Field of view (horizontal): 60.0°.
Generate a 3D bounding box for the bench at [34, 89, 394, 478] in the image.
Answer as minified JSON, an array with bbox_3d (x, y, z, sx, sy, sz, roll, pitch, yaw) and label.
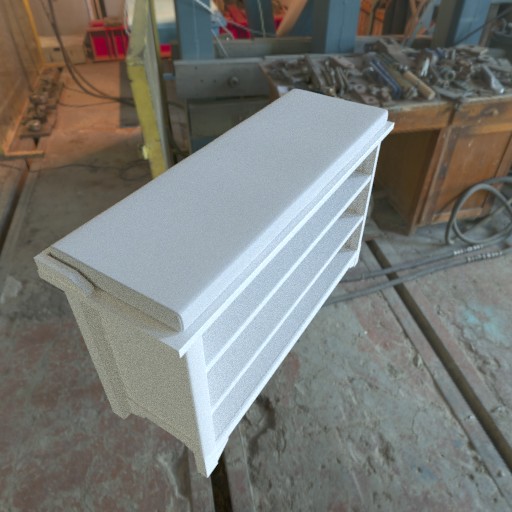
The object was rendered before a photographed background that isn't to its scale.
[{"bbox_3d":[0.000,0.000,1.239,0.346,0.589,0.987,23,46,24],"label":"bench"}]
